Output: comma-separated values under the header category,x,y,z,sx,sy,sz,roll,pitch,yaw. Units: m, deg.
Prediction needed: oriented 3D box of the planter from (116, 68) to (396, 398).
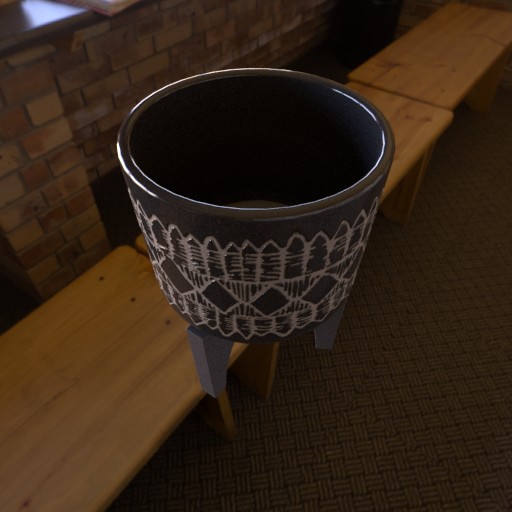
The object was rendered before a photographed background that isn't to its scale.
category,x,y,z,sx,sy,sz,roll,pitch,yaw
planter,0.000,0.000,0.272,0.129,0.177,0.129,0,46,0
